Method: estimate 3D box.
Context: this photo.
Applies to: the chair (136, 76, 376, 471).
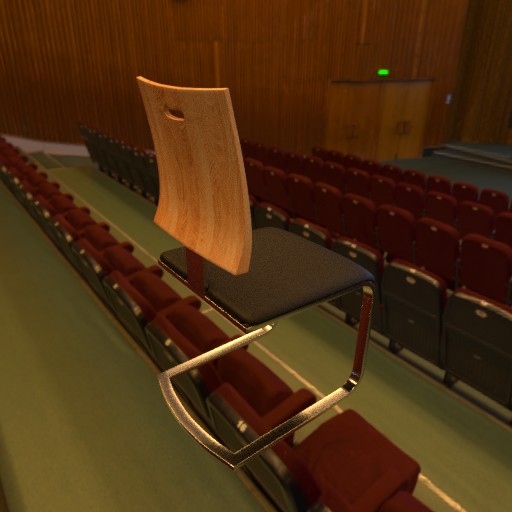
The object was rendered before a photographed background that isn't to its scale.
[{"bbox_3d":[0.000,0.000,1.247,0.560,0.936,0.462,-18,31,-33],"label":"chair"}]
